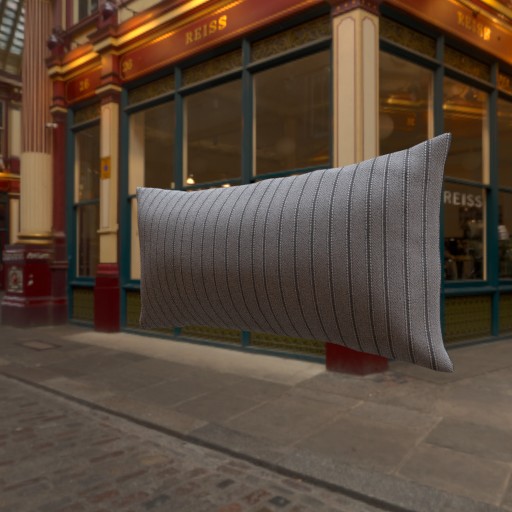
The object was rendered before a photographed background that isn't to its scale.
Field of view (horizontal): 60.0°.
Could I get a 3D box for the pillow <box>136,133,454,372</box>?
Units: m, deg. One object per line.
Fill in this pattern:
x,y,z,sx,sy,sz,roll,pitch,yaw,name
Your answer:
0.000,0.000,0.731,0.609,0.305,0.151,0,0,37,pillow
